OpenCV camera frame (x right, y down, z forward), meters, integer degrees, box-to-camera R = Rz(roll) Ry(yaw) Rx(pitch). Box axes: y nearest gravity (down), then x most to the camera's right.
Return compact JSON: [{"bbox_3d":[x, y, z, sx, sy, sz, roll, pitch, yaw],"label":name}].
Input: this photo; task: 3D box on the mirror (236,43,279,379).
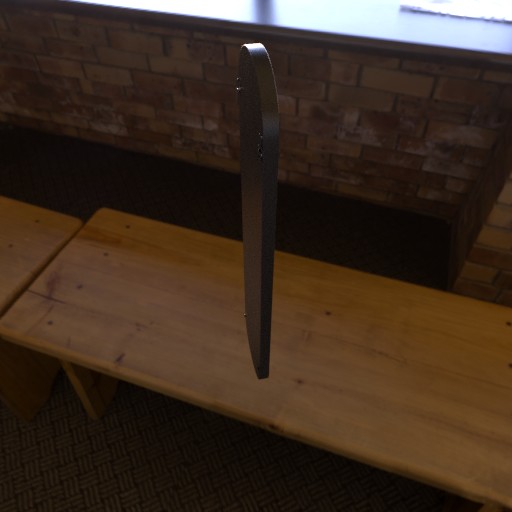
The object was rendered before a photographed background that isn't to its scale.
[{"bbox_3d":[0.000,0.000,1.090,0.032,0.991,0.222,-9,47,-8],"label":"mirror"}]
